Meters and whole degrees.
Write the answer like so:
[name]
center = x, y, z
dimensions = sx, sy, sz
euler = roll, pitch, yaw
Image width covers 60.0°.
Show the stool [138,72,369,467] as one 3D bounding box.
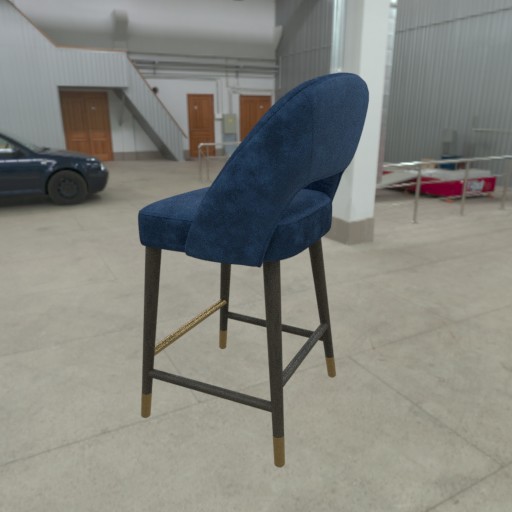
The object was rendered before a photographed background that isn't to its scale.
[stool]
center = 0.000, 0.000, 1.233
dimensions = 0.524, 0.925, 0.536
euler = 9, 20, 25
